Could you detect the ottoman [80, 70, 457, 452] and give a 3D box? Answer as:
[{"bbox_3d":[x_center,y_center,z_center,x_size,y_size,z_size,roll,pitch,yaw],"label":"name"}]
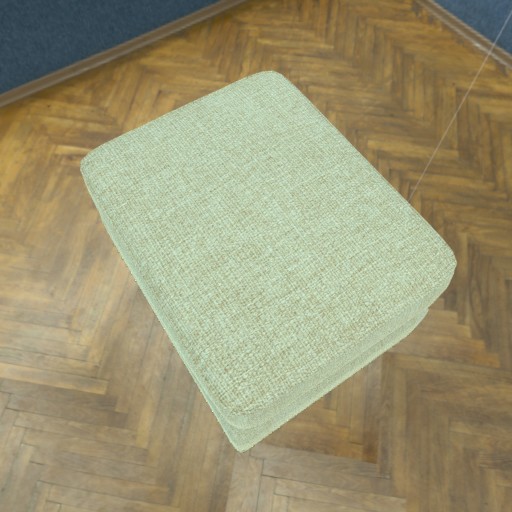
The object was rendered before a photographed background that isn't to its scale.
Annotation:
[{"bbox_3d":[0.000,0.000,1.148,0.589,0.537,0.738,-31,67,-14],"label":"ottoman"}]
